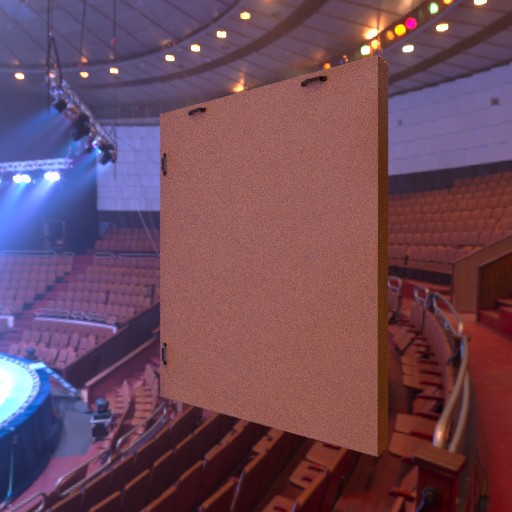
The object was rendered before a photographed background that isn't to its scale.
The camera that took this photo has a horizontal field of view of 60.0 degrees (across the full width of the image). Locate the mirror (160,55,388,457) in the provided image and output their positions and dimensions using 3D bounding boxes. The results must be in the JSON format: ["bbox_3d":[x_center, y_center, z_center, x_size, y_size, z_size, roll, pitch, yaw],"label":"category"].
[{"bbox_3d":[0.000,0.000,0.692,0.406,0.509,0.041,0,0,36],"label":"mirror"}]
